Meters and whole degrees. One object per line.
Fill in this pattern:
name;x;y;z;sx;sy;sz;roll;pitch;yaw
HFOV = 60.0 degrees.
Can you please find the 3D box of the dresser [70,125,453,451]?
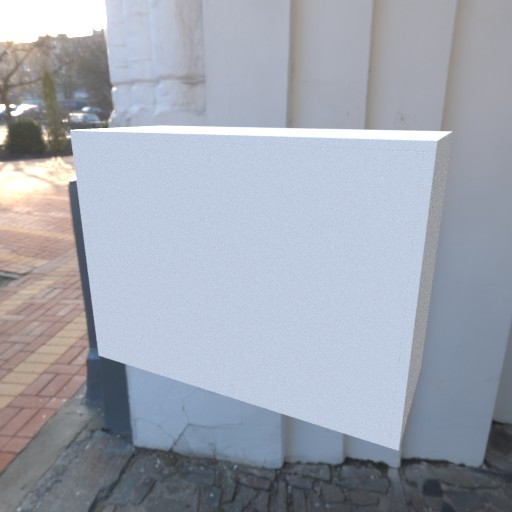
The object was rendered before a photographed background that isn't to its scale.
dresser;0.000;0.000;1.507;1.100;0.820;0.460;9;20;25
